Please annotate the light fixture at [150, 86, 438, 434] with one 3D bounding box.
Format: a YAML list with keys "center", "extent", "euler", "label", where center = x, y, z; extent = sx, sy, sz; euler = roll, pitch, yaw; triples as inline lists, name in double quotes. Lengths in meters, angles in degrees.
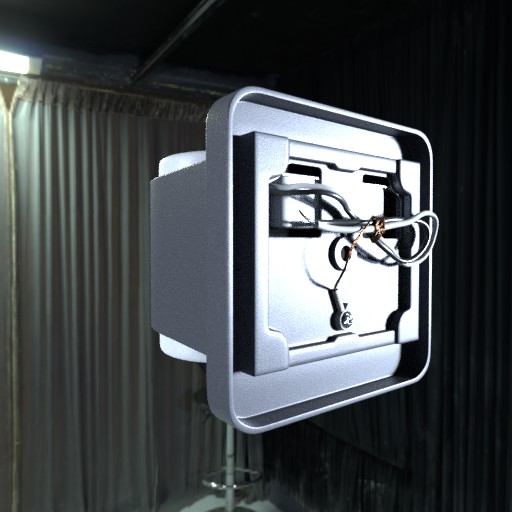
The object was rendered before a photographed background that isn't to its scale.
- center: [0.000, 0.000, 0.210]
  extent: [0.109, 0.109, 0.132]
  euler: [-1, 2, -37]
  label: "light fixture"
